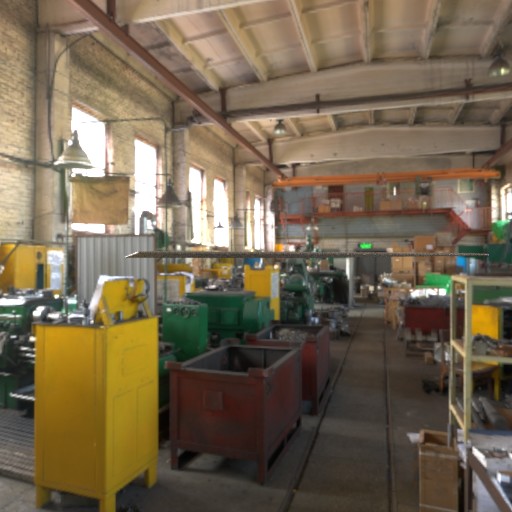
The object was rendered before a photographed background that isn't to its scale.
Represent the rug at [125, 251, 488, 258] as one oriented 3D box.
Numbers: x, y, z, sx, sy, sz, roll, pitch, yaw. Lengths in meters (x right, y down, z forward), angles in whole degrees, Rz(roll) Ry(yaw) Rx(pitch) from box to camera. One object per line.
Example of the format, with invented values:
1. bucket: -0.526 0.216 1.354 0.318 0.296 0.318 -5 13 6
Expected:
1. rug: 0.000 0.000 2.902 1.609 0.013 2.214 0 -1 -18
